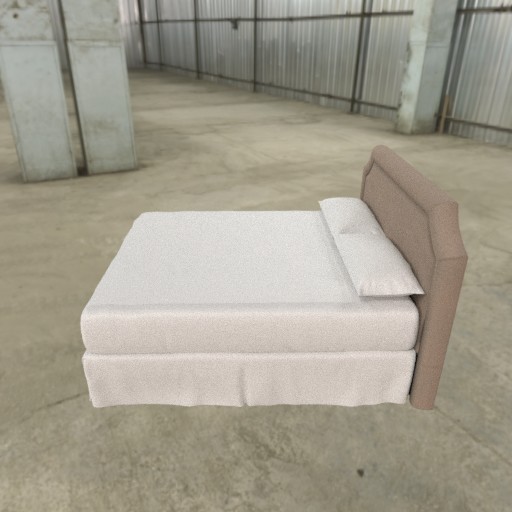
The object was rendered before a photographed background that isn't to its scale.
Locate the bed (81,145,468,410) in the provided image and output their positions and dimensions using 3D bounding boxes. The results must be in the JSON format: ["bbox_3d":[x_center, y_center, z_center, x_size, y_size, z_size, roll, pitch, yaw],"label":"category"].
[{"bbox_3d":[0.000,0.000,3.232,2.164,1.303,1.828,0,26,-1],"label":"bed"}]
